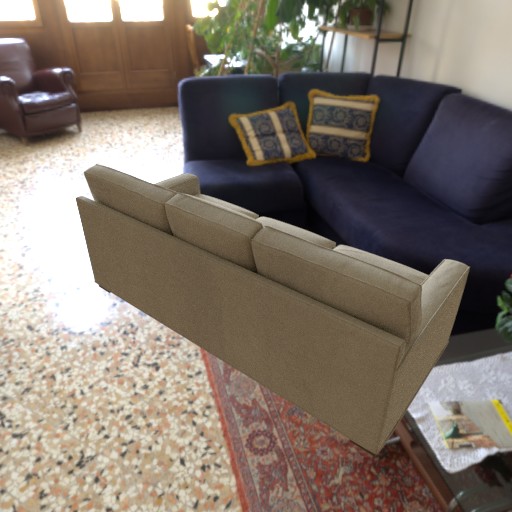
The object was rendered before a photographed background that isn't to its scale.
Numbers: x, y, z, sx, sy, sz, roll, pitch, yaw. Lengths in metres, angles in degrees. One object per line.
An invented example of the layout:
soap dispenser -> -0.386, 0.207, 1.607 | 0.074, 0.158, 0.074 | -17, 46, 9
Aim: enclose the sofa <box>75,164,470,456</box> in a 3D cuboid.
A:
sofa -> 0.000, 0.000, 2.570 | 2.093, 0.862, 0.936 | 23, 38, 32
